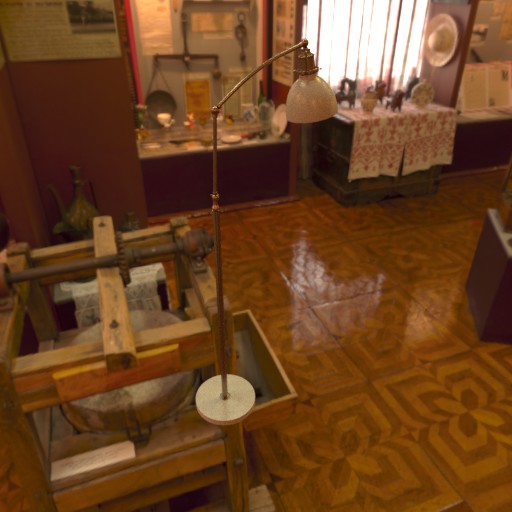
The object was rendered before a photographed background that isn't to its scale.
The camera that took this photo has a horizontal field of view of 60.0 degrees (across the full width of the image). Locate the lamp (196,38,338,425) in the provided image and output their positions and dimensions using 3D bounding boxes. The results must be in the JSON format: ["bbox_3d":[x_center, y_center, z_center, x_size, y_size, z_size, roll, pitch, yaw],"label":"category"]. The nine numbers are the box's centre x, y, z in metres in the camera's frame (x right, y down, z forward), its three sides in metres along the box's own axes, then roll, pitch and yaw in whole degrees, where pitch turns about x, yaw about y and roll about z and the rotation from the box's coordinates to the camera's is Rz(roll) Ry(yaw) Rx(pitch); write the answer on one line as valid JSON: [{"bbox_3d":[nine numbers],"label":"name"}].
[{"bbox_3d":[0.000,0.000,1.802,0.599,1.586,0.288,-10,32,-16],"label":"lamp"}]
